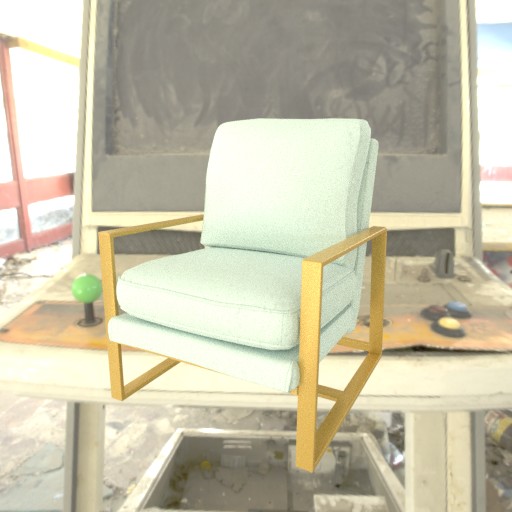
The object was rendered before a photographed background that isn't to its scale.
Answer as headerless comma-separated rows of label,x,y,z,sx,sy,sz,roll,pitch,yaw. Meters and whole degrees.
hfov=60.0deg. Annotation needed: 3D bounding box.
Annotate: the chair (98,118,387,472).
chair,0.000,0.000,1.569,0.758,0.956,0.813,8,16,28
